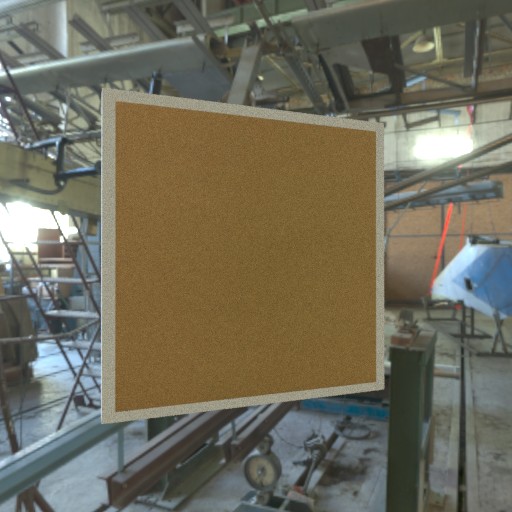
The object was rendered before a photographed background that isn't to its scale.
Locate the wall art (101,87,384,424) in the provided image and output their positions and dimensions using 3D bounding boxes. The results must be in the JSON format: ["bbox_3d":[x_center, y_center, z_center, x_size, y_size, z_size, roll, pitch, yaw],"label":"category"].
[{"bbox_3d":[0.000,0.000,0.772,0.508,0.507,0.035,0,0,-20],"label":"wall art"}]
